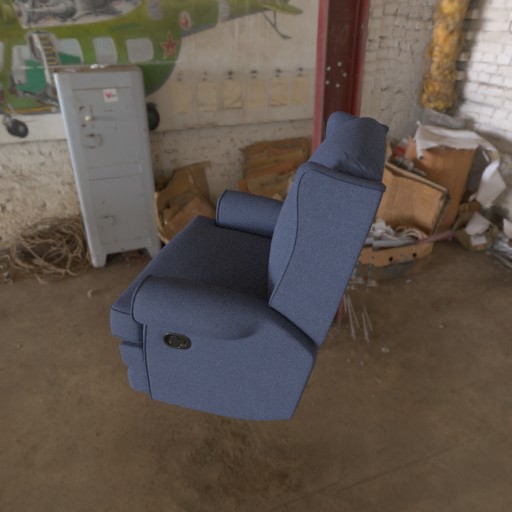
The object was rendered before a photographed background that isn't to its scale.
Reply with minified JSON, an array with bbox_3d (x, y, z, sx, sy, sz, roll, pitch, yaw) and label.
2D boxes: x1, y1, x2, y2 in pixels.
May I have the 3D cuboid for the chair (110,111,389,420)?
[{"bbox_3d":[0.000,0.000,1.737,0.877,1.020,0.971,8,30,13],"label":"chair"}]
